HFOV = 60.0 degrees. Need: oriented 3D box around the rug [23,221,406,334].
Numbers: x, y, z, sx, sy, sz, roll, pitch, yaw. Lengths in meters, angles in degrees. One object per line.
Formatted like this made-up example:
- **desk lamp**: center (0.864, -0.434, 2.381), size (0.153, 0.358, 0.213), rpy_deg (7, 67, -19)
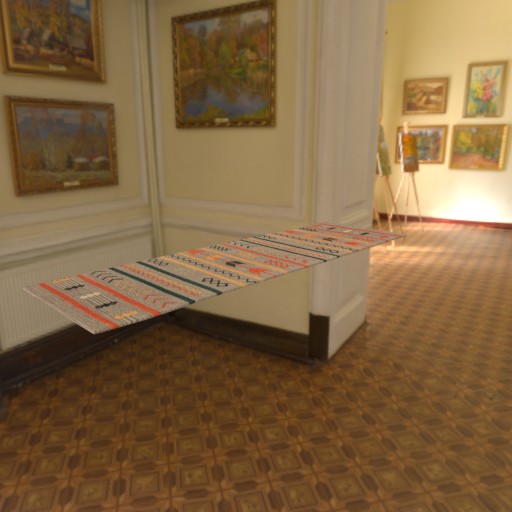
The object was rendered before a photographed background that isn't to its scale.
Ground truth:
- **rug**: center (0.000, 0.000, 2.696), size (0.744, 0.022, 2.419), rpy_deg (14, 20, 43)
